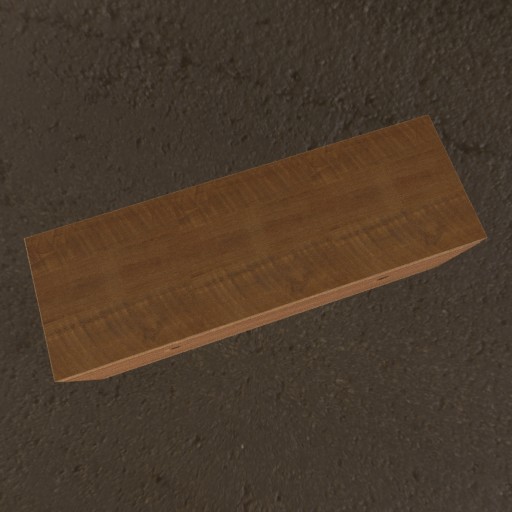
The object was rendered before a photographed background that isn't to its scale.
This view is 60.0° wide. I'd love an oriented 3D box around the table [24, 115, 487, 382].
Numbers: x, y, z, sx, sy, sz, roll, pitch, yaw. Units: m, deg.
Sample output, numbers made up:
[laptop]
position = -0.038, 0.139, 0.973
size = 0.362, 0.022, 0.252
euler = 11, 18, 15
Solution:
[table]
position = 0.000, 0.000, 1.748
size = 1.499, 0.491, 0.499
euler = -18, 76, -4
